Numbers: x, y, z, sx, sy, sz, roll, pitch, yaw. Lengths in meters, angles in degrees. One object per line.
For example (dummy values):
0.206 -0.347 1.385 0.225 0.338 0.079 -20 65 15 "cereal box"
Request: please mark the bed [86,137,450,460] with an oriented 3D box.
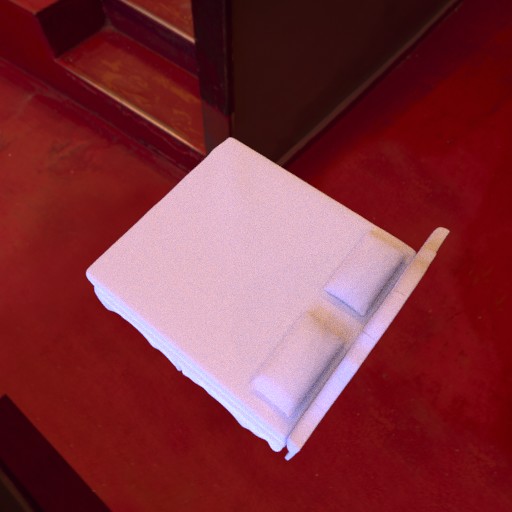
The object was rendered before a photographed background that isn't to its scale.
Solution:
0.000 0.000 3.554 2.214 1.615 2.008 35 68 17 "bed"
